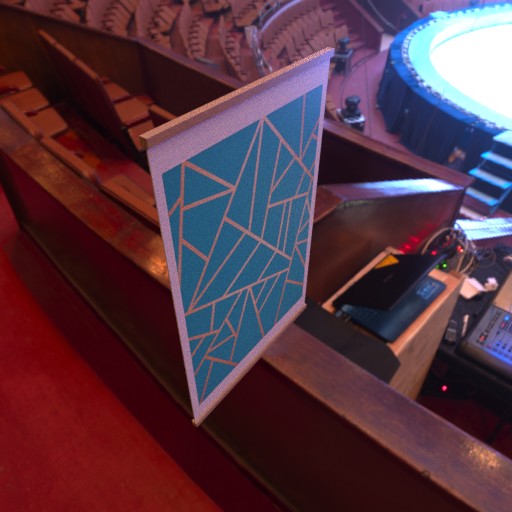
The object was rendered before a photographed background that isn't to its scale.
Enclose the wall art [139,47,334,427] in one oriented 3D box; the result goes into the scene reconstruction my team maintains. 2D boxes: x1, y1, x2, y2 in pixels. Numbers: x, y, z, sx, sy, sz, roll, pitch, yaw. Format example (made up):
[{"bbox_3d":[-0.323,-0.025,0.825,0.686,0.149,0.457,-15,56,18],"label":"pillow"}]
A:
[{"bbox_3d":[0.000,0.000,1.972,0.030,1.519,0.990,27,48,27],"label":"wall art"}]
